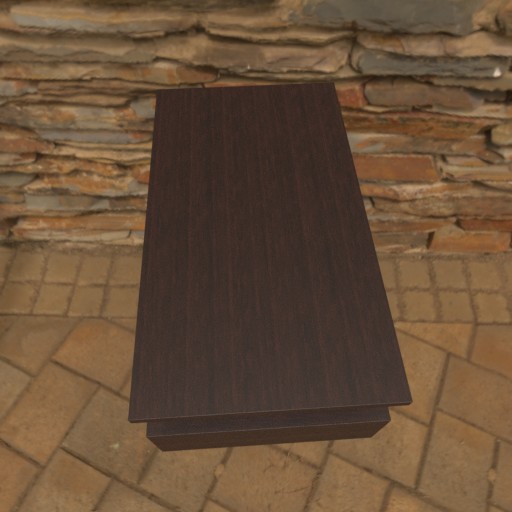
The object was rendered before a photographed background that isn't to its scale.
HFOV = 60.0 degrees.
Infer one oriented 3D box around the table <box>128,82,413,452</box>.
[{"bbox_3d":[0.000,0.000,1.387,0.590,0.460,1.050,-3,58,-2],"label":"table"}]
